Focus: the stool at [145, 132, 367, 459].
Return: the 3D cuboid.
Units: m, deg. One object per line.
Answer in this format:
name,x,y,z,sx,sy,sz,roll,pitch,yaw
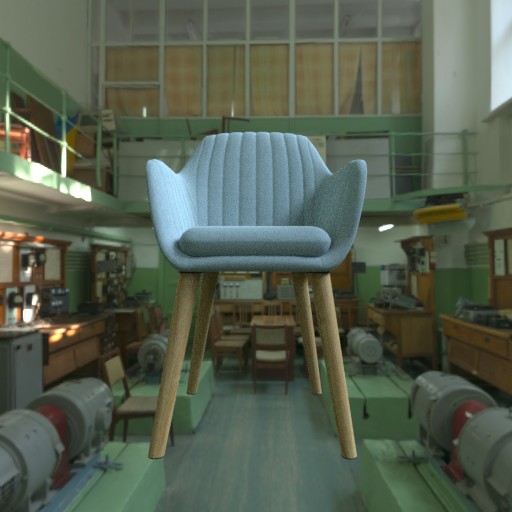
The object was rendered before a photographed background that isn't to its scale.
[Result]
stool,0.000,0.000,1.192,0.503,0.830,0.590,0,-1,0
